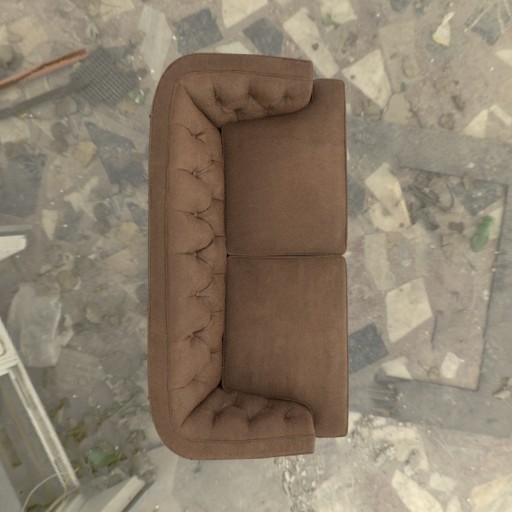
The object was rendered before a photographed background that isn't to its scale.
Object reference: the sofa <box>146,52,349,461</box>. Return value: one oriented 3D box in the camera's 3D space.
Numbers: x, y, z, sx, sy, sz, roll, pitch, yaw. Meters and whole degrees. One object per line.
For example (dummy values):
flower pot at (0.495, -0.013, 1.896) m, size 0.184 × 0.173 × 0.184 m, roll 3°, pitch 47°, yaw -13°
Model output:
sofa at (0.000, 0.000, 2.212) m, size 0.917 × 0.799 × 1.767 m, roll 0°, pitch 88°, yaw 1°
